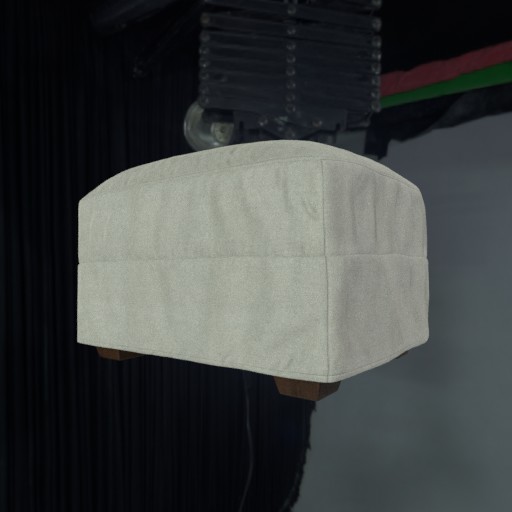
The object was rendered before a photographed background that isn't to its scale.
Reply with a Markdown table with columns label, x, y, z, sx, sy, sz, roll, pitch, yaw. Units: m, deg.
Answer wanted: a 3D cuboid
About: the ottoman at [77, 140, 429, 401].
| label | x | y | z | sx | sy | sz | roll | pitch | yaw |
| --- | --- | --- | --- | --- | --- | --- | --- | --- | --- |
| ottoman | 0.000 | 0.000 | 1.073 | 0.712 | 0.480 | 0.584 | -1 | -1 | 36 |
